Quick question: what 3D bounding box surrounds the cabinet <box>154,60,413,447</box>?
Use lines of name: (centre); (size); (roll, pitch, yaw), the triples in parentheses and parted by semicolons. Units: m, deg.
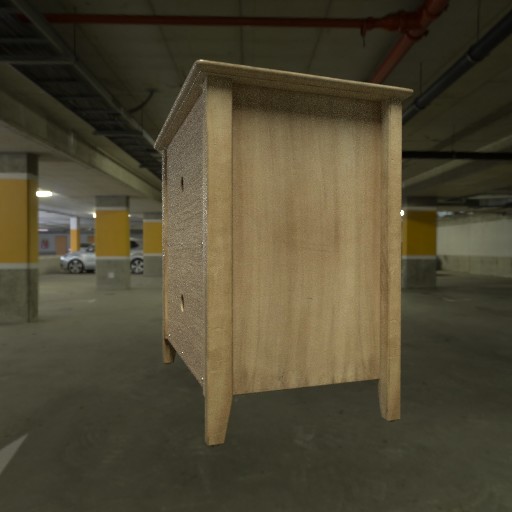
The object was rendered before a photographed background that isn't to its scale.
cabinet: (0.000, 0.000, 1.287); (0.503, 0.762, 0.763); (0, 1, -19)
